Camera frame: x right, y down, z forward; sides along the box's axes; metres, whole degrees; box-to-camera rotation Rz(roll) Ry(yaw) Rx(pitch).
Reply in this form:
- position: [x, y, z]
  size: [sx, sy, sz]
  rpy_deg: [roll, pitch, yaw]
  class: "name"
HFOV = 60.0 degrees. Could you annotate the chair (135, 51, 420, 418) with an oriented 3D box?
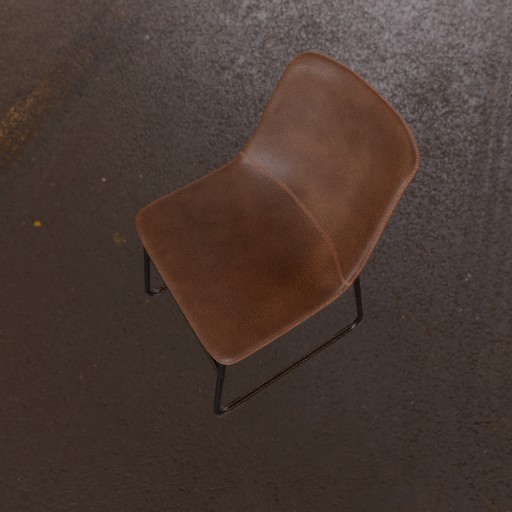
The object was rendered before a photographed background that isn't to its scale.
- position: [0.000, 0.000, 1.100]
  size: [0.551, 0.780, 0.460]
  rpy_deg: [-30, 67, -14]
  class: "chair"
